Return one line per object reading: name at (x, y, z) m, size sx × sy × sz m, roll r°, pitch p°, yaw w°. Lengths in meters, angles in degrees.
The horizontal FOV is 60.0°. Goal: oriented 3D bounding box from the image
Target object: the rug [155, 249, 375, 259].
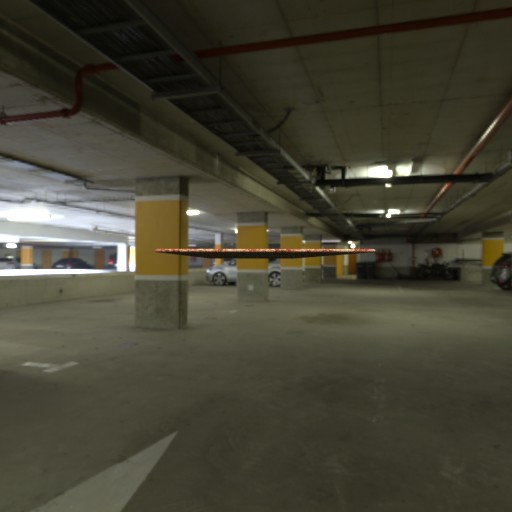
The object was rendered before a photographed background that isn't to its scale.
rug at (0.000, 0.000, 2.715) m, size 0.750 × 0.011 × 2.435 m, roll 0°, pitch -1°, yaw -2°
